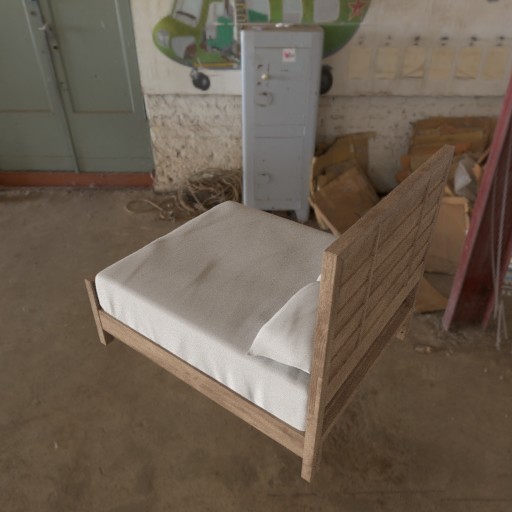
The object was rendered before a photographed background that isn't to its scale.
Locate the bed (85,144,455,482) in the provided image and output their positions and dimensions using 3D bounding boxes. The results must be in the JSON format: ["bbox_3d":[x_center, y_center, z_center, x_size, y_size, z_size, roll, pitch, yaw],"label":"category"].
[{"bbox_3d":[0.000,0.000,3.262,2.017,1.631,1.615,22,39,30],"label":"bed"}]
